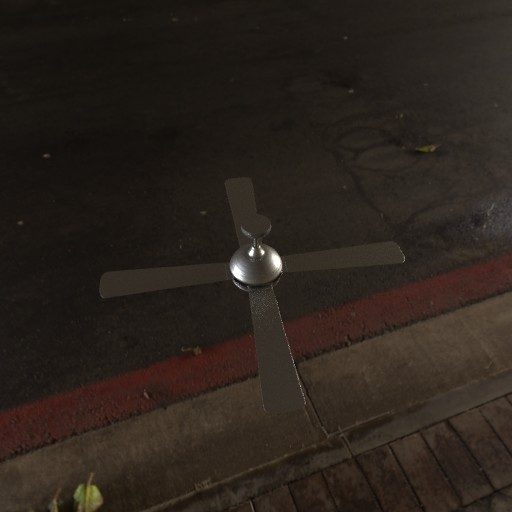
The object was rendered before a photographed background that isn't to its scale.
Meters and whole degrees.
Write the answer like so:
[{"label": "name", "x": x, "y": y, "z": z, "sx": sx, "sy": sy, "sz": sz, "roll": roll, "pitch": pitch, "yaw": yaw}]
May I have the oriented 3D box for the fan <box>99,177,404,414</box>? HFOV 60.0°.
[{"label": "fan", "x": 0.000, "y": 0.000, "z": 1.959, "sx": 1.321, "sy": 0.381, "sz": 1.321, "roll": 9, "pitch": 47, "yaw": 8}]
